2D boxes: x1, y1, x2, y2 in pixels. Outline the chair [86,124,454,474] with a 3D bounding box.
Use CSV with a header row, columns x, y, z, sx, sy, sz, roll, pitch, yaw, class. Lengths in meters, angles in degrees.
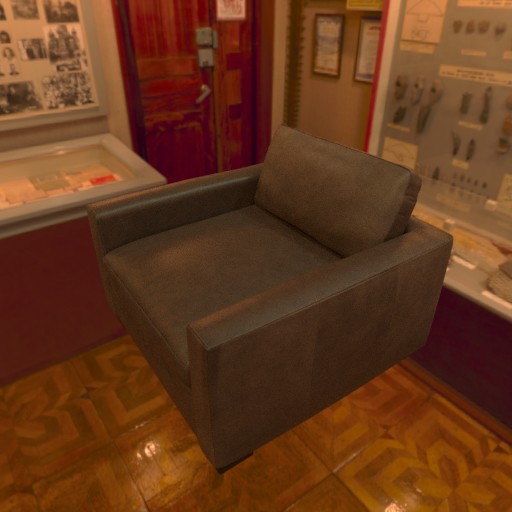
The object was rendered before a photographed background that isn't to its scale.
x,y,z,sx,sy,sz,roll,pitch,yaw,class
0.000,0.000,1.817,1.069,0.812,1.100,-20,37,-29,chair
